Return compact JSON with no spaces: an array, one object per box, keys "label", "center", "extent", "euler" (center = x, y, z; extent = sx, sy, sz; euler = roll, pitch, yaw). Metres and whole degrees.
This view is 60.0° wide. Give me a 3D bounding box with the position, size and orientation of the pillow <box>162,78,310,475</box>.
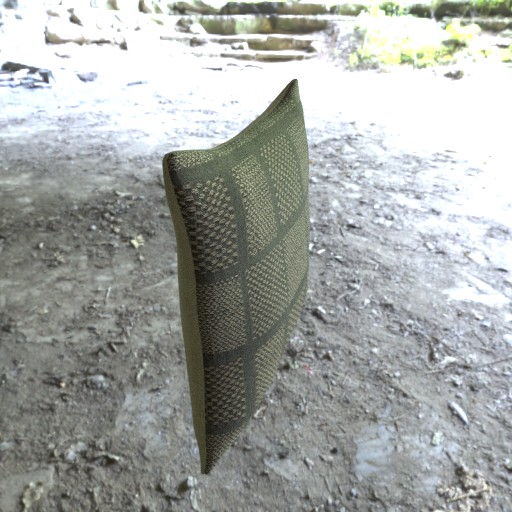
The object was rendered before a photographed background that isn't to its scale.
[{"label":"pillow","center":[0.000,0.000,0.651],"extent":[0.138,0.432,0.435],"euler":[10,32,16]}]
